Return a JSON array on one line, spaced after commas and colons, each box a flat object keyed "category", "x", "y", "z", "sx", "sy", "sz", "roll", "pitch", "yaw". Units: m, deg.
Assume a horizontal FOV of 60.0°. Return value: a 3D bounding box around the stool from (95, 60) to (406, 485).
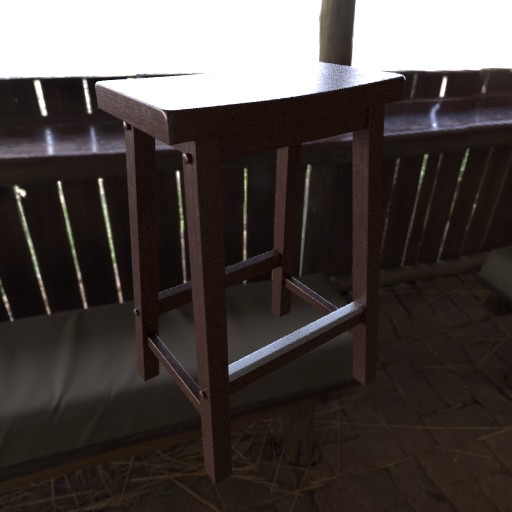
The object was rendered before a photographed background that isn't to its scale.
[{"category": "stool", "x": 0.000, "y": 0.000, "z": 0.809, "sx": 0.406, "sy": 0.610, "sz": 0.322, "roll": -20, "pitch": 36, "yaw": -30}]
